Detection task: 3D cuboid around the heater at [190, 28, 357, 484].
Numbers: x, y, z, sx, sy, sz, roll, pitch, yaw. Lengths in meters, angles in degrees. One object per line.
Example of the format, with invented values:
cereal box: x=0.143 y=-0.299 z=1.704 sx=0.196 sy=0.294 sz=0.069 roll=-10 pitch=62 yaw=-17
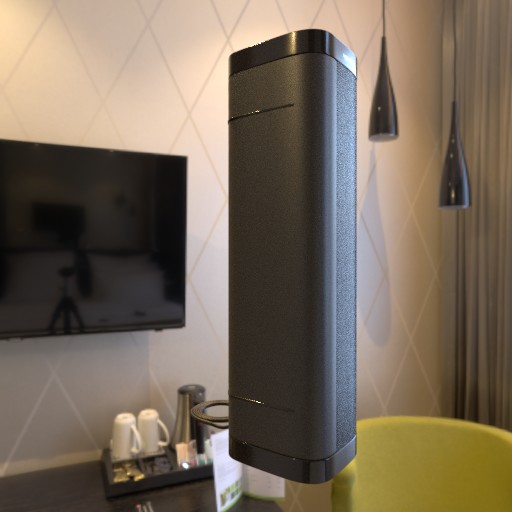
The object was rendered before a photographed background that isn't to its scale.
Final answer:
heater: x=0.000 y=0.000 z=0.682 sx=0.312 sy=0.552 sz=0.174 roll=0 pitch=0 yaw=37
